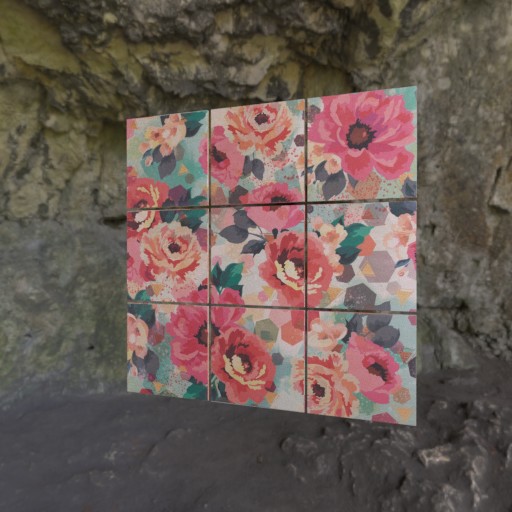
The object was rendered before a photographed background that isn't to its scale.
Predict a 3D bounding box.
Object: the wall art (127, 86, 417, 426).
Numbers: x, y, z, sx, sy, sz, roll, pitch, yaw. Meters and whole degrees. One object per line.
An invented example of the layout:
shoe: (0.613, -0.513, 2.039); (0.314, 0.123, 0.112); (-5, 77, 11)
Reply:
wall art: (0.000, 0.000, 2.234); (1.521, 1.519, 0.013); (0, 0, 19)
